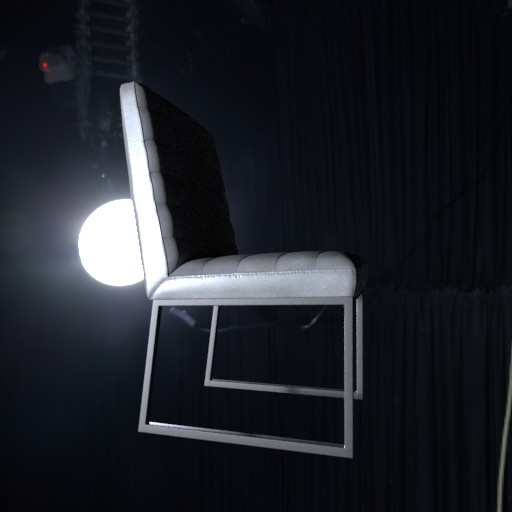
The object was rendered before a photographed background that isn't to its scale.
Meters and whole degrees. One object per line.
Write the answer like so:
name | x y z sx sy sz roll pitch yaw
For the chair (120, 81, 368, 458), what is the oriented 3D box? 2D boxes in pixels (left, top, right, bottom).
chair | 0.000 0.000 1.321 0.634 0.930 0.520 0 0 16
